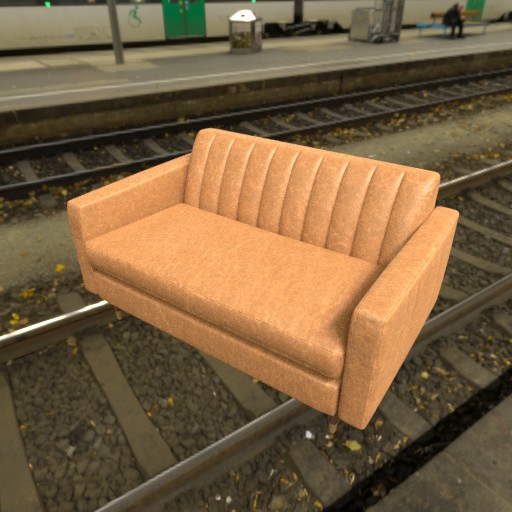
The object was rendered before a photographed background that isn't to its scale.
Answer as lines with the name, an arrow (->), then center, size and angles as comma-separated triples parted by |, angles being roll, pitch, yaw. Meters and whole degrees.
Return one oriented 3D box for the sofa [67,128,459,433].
sofa -> 0.000, 0.000, 2.094 | 1.549, 0.820, 0.960 | 19, 36, 29
